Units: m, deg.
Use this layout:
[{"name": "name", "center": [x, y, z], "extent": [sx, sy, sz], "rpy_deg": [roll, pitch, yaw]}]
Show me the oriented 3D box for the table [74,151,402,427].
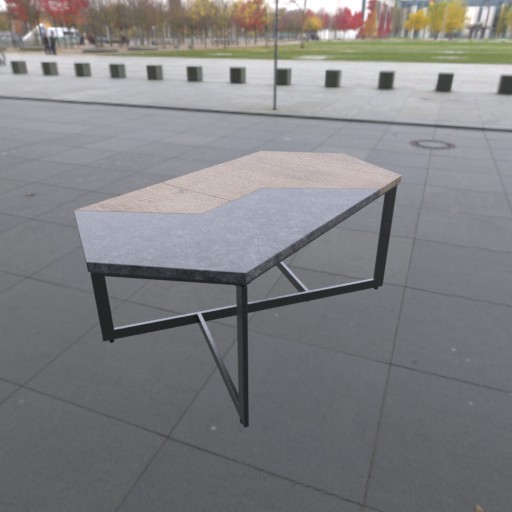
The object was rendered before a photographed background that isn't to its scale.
[{"name": "table", "center": [0.000, 0.000, 1.493], "extent": [0.609, 0.457, 1.219], "rpy_deg": [18, 32, 32]}]
